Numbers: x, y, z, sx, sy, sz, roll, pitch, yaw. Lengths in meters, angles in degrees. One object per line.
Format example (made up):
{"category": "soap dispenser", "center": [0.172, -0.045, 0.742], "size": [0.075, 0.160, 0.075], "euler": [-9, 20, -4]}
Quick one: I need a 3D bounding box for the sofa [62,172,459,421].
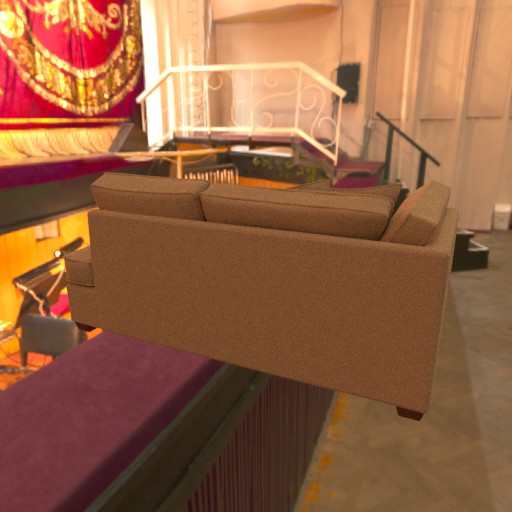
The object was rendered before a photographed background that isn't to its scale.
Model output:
{"category": "sofa", "center": [0.000, 0.000, 2.784], "size": [2.237, 1.033, 1.110], "euler": [8, 19, 25]}
